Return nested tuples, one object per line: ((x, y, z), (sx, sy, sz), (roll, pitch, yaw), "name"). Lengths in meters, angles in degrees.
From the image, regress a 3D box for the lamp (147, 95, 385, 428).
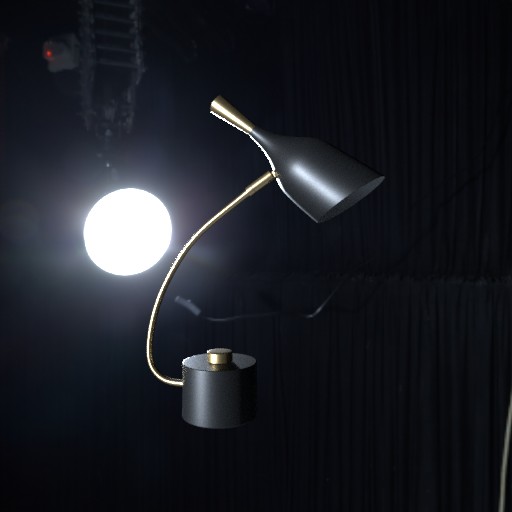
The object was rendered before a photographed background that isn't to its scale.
((0.000, 0.000, 0.632), (0.352, 0.464, 0.110), (0, 1, 17), "lamp")
